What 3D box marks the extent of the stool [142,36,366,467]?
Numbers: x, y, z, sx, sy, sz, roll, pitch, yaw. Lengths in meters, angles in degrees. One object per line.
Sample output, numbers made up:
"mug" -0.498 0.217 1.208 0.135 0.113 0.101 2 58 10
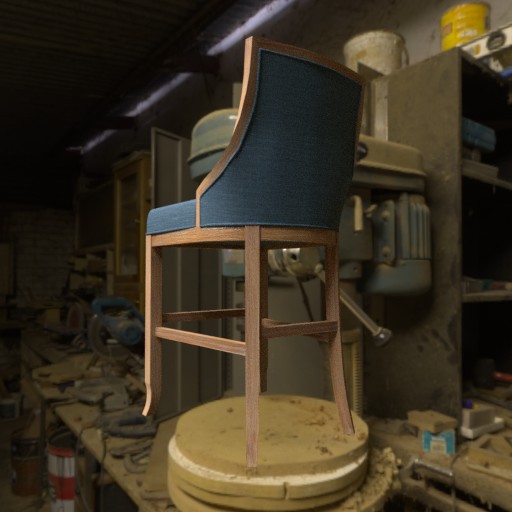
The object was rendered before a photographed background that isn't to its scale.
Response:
"stool" 0.000 0.000 1.460 0.524 1.101 0.626 1 -2 -36
